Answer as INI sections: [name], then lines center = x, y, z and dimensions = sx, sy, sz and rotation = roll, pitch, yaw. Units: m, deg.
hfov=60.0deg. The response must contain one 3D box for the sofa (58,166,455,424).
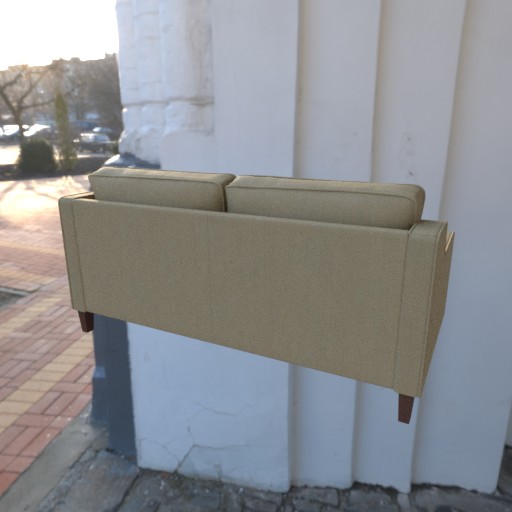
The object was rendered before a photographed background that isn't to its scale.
[sofa]
center = 0.000, 0.000, 2.762
dimensions = 2.178, 1.071, 1.066
rotation = 8, 18, 26
